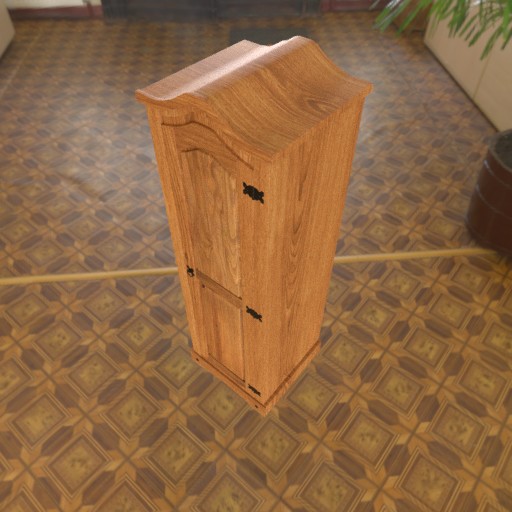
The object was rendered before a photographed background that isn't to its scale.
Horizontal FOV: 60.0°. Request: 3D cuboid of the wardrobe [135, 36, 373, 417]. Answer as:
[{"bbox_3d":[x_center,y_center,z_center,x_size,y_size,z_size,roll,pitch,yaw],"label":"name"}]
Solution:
[{"bbox_3d":[0.000,0.000,2.144,0.590,1.870,0.570,31,55,25],"label":"wardrobe"}]
